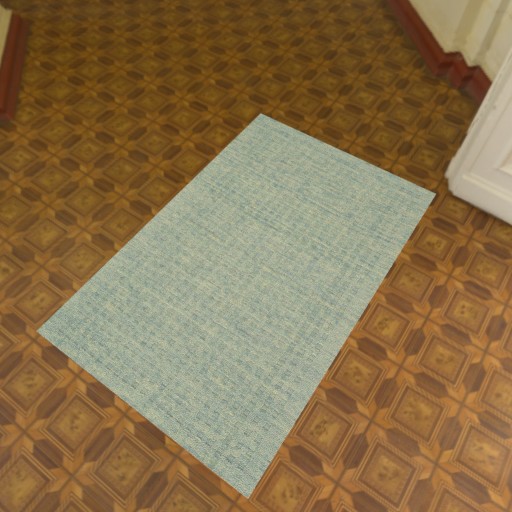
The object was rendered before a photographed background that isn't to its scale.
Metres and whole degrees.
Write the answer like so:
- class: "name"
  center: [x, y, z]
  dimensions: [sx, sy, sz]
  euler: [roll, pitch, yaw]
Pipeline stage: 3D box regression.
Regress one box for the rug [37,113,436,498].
- class: "rug"
  center: [0.000, 0.000, 2.172]
  dimensions: [1.142, 0.006, 1.752]
  euler: [30, 62, 18]
